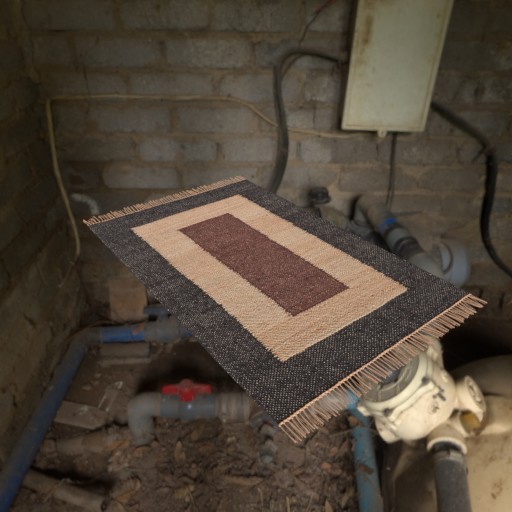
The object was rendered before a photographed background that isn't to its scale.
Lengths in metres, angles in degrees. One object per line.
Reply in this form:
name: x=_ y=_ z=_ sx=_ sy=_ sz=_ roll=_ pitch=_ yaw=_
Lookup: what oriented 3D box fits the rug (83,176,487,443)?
rug: x=0.000 y=0.000 z=2.445 sx=1.224 sy=0.027 sz=2.021 roll=-22 pitch=38 yaw=-31
